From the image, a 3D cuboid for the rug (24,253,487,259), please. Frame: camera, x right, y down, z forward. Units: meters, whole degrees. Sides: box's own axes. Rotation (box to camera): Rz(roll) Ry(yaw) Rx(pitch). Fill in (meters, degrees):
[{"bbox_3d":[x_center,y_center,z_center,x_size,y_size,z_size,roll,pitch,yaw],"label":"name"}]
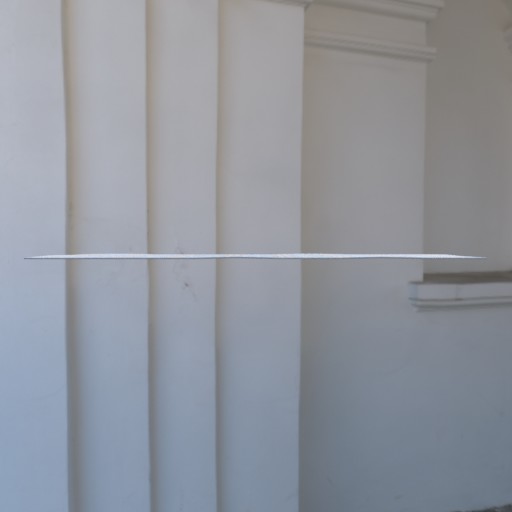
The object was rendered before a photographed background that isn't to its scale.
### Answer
[{"bbox_3d":[0.000,0.000,2.710,2.439,0.013,0.762,0,2,0],"label":"rug"}]
